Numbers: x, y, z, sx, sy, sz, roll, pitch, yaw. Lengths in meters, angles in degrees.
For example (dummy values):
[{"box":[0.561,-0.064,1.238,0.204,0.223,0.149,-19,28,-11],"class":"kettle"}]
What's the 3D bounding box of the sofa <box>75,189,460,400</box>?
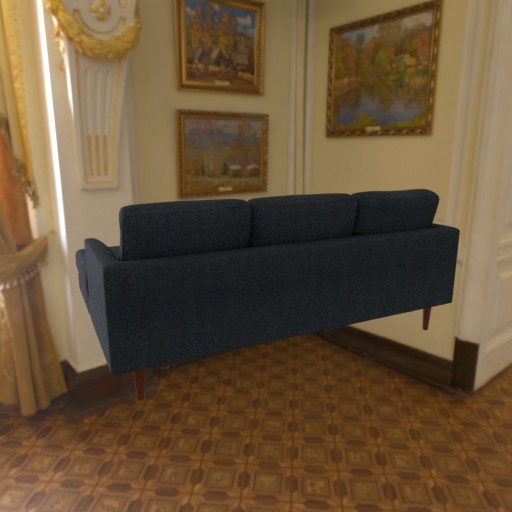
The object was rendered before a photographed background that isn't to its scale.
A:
[{"box":[0.000,0.000,3.083,2.233,0.956,1.504,-7,15,-26],"class":"sofa"}]
